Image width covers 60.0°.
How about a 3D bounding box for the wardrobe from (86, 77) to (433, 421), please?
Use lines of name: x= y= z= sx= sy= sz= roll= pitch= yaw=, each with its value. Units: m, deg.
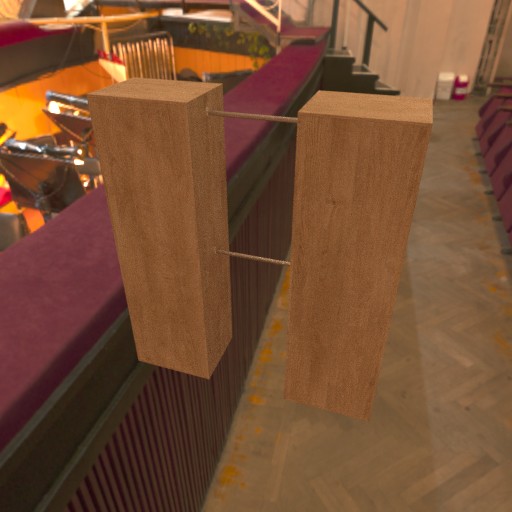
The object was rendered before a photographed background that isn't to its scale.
wardrobe: x=0.000 y=0.000 z=2.878 sx=1.770 sy=2.000 sz=0.480 roll=10 pitch=34 yaw=15
